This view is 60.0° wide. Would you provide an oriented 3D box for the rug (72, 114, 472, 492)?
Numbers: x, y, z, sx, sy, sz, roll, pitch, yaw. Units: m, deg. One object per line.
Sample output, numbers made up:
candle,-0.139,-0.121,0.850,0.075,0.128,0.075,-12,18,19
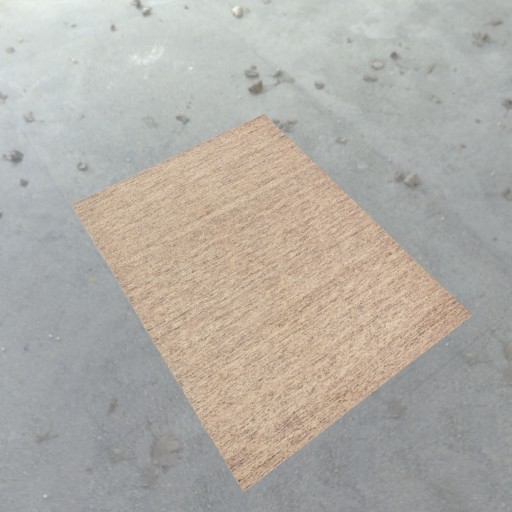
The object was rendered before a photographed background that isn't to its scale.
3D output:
rug,0.000,0.000,4.267,2.448,0.013,3.205,-30,63,-18
